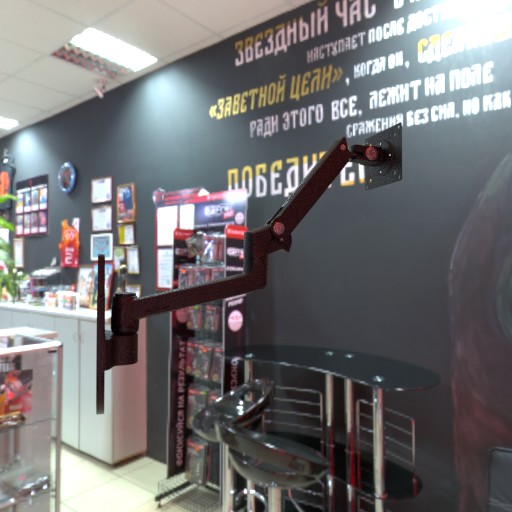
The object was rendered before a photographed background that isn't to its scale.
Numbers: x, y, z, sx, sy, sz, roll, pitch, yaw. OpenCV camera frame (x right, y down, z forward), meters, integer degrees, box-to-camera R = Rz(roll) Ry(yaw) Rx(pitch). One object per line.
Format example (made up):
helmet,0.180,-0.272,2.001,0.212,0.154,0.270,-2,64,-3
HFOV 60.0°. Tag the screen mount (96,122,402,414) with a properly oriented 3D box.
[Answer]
screen mount,0.000,0.000,0.737,0.495,0.466,0.115,0,-1,-19
